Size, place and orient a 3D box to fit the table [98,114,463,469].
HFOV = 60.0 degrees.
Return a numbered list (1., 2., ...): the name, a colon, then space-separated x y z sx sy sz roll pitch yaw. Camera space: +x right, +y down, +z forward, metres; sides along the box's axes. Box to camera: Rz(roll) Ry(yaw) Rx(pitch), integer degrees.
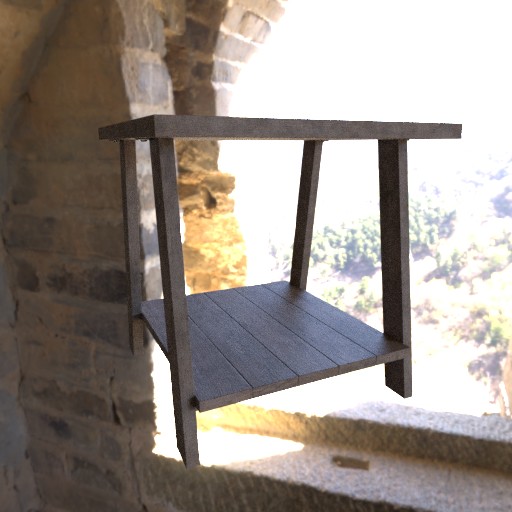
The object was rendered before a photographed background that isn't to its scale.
1. table: 0.000 0.000 1.081 0.610 0.610 0.610 -7 16 -25
